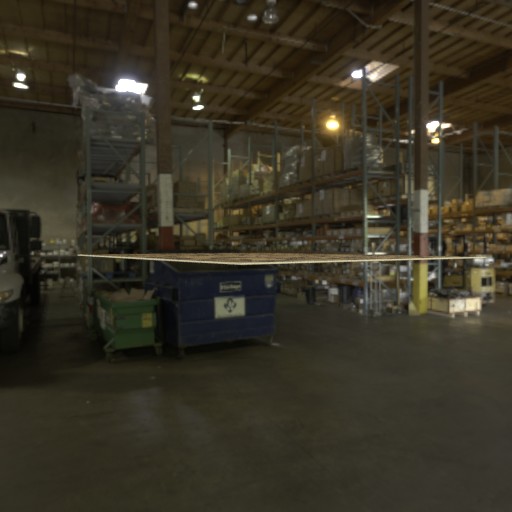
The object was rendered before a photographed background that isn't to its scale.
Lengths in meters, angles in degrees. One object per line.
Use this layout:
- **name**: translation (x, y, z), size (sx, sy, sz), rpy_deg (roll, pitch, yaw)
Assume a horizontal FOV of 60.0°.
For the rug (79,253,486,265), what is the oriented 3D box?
- **rug**: translation (0.000, 0.000, 4.027), size (2.380, 0.008, 2.977), rpy_deg (-1, 1, -36)
